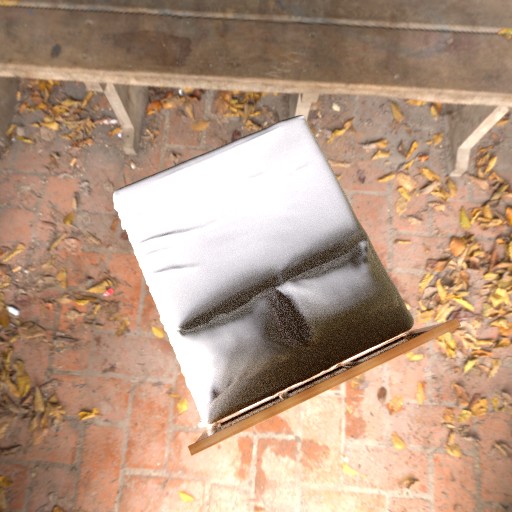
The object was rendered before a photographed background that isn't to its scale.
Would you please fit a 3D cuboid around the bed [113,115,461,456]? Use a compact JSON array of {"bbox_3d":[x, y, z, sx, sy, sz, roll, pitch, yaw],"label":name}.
[{"bbox_3d":[0.000,0.000,3.259,1.870,1.273,2.035,-24,77,-6],"label":"bed"}]
